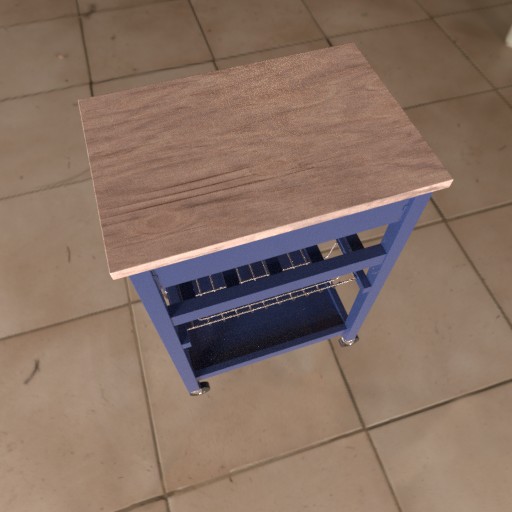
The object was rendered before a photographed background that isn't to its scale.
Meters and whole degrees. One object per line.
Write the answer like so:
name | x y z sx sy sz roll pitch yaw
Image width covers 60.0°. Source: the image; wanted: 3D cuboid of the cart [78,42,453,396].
cart | 0.000 0.000 1.153 0.584 0.839 0.403 -16 60 -9
